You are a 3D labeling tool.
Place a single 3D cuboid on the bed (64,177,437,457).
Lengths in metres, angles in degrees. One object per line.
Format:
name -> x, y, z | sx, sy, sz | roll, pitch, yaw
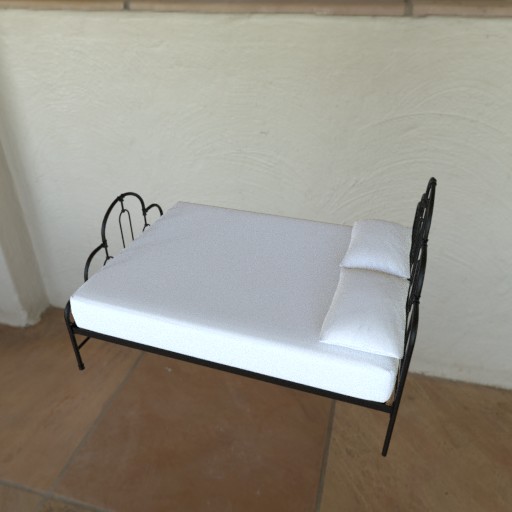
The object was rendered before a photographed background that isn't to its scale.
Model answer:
bed -> 0.000, 0.000, 3.201 | 2.181, 1.444, 1.626 | 10, 33, 16
